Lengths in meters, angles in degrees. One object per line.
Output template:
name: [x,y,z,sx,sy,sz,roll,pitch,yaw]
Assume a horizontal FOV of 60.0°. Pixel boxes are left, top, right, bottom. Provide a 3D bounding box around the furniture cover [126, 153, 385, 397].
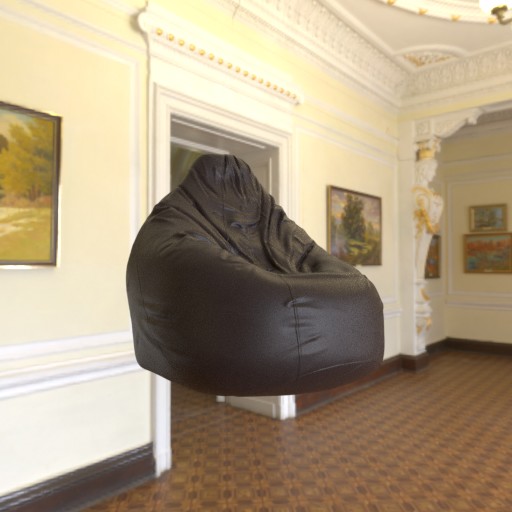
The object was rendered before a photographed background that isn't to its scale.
furniture cover: [0.000,0.000,1.919,1.070,0.990,1.070,1,-2,-36]
